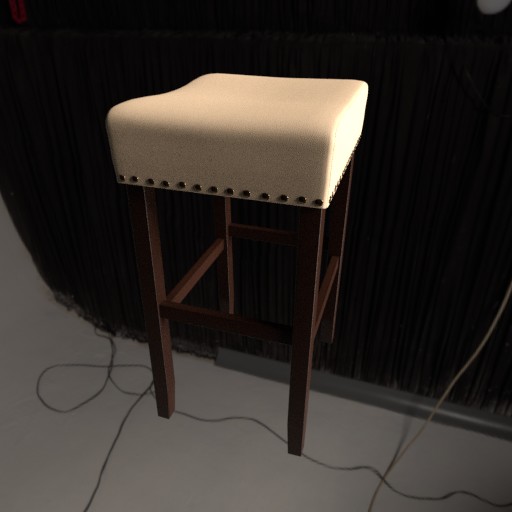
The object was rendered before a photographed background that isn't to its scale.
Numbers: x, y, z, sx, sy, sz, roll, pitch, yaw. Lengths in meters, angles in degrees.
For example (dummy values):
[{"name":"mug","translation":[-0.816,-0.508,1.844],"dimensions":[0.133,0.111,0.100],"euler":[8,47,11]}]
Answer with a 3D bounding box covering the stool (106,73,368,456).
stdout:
[{"name":"stool","translation":[0.000,0.000,1.071],"dimensions":[0.401,0.762,0.471],"euler":[9,31,16]}]
